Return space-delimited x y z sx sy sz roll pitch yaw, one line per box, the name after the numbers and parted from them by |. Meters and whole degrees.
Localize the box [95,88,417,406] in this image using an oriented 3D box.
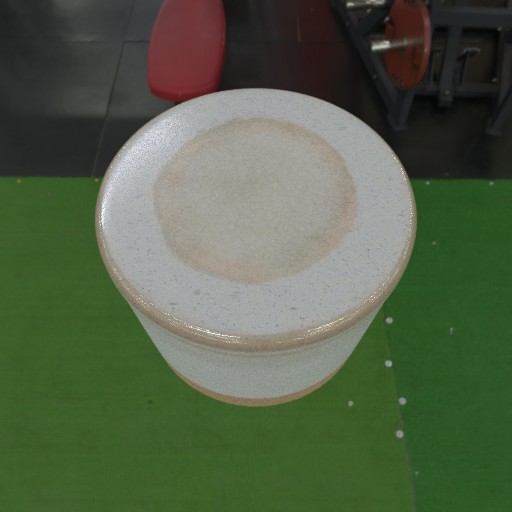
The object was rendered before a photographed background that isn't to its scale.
0.000 0.000 0.263 0.154 0.123 0.154 0 59 0 | box
